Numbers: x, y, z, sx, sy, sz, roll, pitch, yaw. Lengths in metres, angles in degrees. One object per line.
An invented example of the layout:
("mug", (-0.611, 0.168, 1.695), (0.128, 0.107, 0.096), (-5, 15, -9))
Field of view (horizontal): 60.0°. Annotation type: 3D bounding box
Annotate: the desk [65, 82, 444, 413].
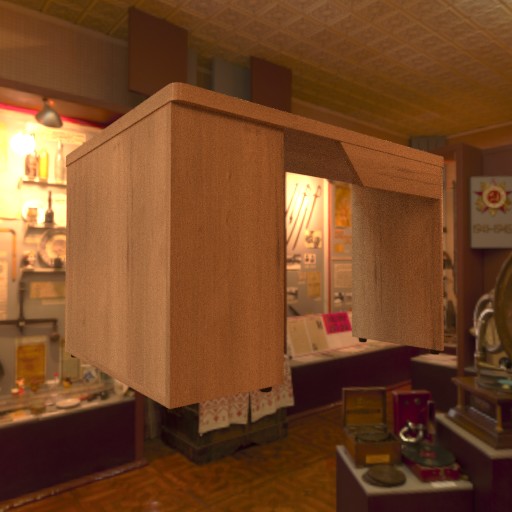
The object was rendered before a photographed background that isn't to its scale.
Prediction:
("desk", (0.000, 0.000, 1.702), (1.169, 0.760, 0.900), (1, -2, -38))
